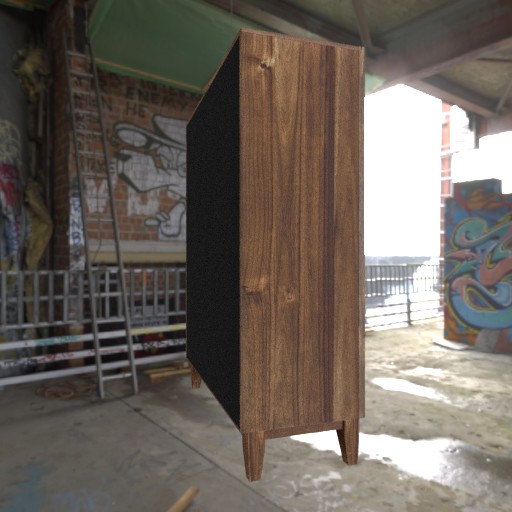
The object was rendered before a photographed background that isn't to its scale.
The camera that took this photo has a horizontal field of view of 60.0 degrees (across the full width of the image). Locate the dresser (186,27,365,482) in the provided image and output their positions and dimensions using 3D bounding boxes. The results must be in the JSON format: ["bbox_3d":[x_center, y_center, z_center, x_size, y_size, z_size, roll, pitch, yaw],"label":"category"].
[{"bbox_3d":[0.000,0.000,1.919,0.442,1.393,1.062,0,0,-18],"label":"dresser"}]
